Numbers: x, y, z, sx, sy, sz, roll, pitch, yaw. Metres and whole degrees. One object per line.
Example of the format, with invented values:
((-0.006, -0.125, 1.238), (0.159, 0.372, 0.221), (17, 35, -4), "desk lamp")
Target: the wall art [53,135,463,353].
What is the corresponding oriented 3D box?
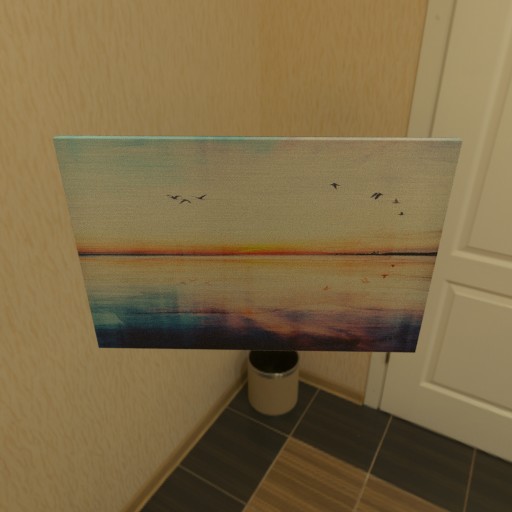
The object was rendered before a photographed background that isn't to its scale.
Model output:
((0.000, 0.000, 0.757), (0.604, 0.402, 0.018), (1, 29, 1), "wall art")
